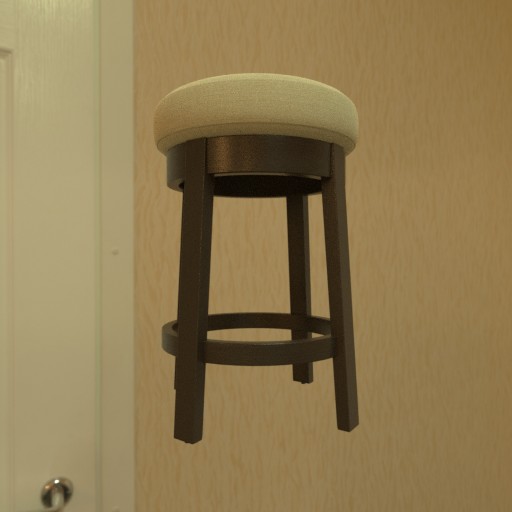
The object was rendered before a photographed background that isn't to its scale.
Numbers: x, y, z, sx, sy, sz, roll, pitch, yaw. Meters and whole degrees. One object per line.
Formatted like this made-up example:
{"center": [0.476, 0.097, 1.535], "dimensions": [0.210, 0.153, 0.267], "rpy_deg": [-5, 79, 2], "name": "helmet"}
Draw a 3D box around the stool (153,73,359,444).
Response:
{"center": [0.000, 0.000, 0.955], "dimensions": [0.449, 0.655, 0.449], "rpy_deg": [0, 1, 0], "name": "stool"}
